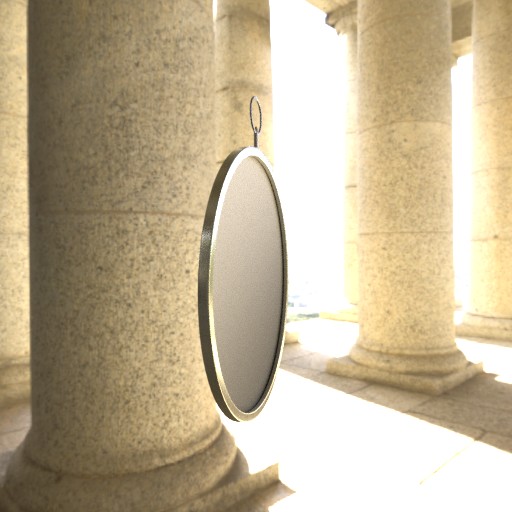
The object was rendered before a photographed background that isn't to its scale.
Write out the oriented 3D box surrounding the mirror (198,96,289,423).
[{"bbox_3d":[0.000,0.000,0.997,0.020,0.713,0.594,0,1,17],"label":"mirror"}]
